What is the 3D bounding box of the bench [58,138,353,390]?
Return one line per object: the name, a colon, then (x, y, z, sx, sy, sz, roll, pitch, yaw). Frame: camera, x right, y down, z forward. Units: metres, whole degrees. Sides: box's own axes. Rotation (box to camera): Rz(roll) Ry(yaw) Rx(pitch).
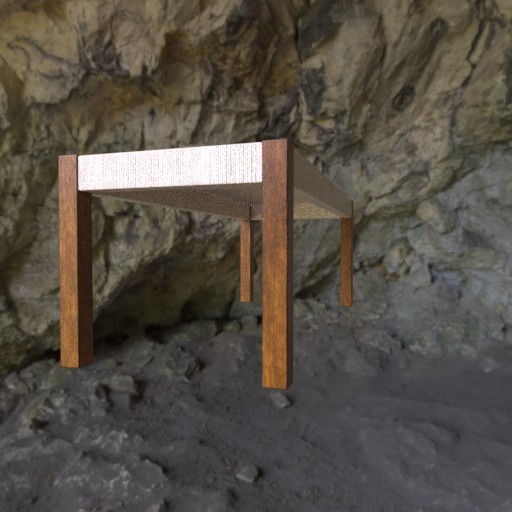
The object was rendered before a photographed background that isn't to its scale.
bench: (0.000, 0.000, 1.450, 0.507, 0.457, 1.198, 0, 2, 18)
